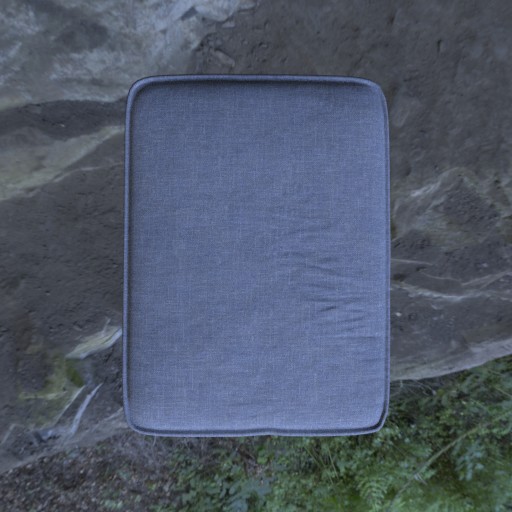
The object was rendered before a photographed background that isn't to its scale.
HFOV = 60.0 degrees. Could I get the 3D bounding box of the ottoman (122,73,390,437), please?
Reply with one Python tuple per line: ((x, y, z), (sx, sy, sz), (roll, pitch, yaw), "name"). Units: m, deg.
((0.000, 0.000, 1.105), (0.559, 0.457, 0.762), (0, 88, 0), "ottoman")
